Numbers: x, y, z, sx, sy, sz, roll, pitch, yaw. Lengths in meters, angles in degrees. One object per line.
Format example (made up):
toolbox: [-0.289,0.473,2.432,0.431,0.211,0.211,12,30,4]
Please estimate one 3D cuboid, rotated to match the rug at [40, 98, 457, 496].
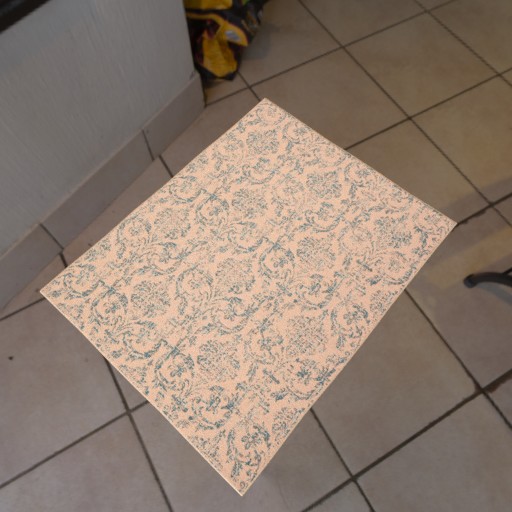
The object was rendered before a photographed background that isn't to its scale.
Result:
rug: [0.000,0.000,3.975,2.363,0.012,2.980,38,70,17]
